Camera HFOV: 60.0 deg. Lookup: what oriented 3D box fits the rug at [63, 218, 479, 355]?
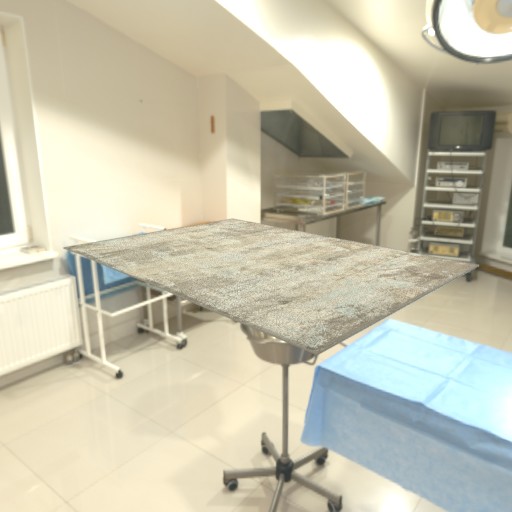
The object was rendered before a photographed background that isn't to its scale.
[{"bbox_3d":[0.000,0.000,4.297,3.307,0.013,2.393,14,21,43],"label":"rug"}]
